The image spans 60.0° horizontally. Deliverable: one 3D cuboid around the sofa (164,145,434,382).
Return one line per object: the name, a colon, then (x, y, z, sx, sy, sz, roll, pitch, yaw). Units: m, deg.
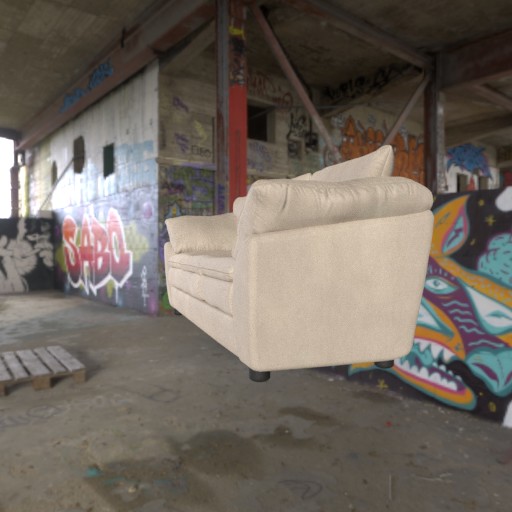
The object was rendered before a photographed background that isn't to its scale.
sofa: (0.000, 0.000, 2.831, 0.878, 0.996, 2.334, 0, 1, -20)
